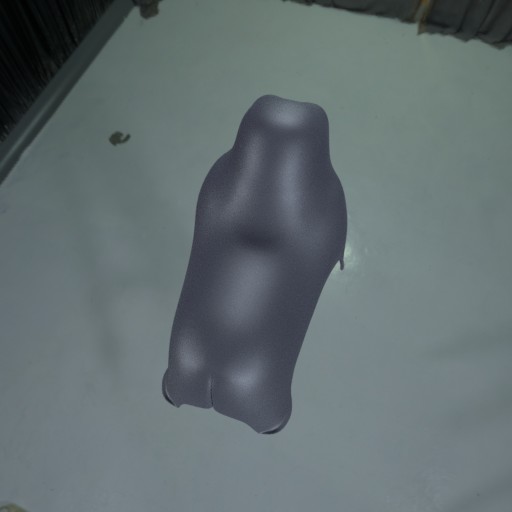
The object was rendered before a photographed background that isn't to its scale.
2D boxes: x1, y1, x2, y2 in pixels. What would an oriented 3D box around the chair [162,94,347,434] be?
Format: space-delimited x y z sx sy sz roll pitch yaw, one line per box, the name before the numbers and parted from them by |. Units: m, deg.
chair | 0.000 0.000 1.147 0.490 0.600 0.758 15 63 8
